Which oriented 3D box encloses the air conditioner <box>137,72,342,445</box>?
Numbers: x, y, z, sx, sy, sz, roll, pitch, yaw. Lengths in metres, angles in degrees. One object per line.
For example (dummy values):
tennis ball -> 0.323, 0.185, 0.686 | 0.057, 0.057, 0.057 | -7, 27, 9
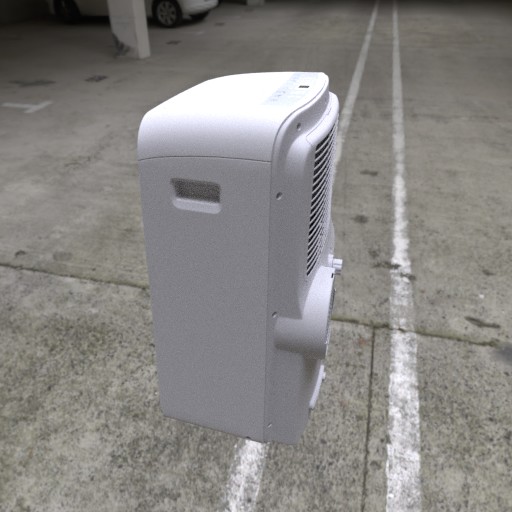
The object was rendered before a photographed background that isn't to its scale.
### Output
air conditioner -> 0.000, 0.000, 0.954 | 0.365, 0.700, 0.454 | 7, 32, 12
